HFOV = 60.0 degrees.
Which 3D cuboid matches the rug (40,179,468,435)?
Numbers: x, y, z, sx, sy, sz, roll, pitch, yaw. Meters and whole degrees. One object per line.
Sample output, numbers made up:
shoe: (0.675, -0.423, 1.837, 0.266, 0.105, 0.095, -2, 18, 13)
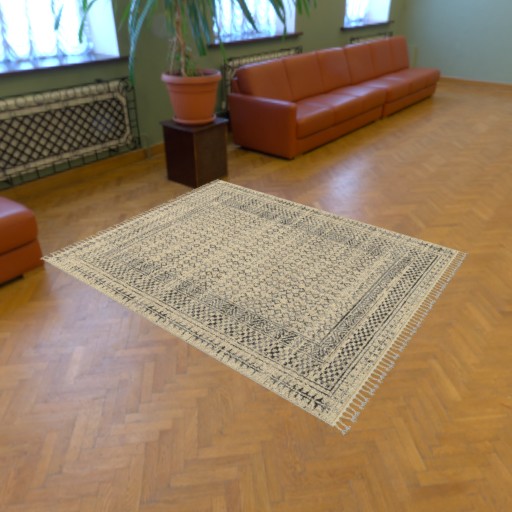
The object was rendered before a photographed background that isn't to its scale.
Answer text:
rug: (0.000, 0.000, 3.838, 2.940, 0.013, 2.312, 21, 37, 31)
